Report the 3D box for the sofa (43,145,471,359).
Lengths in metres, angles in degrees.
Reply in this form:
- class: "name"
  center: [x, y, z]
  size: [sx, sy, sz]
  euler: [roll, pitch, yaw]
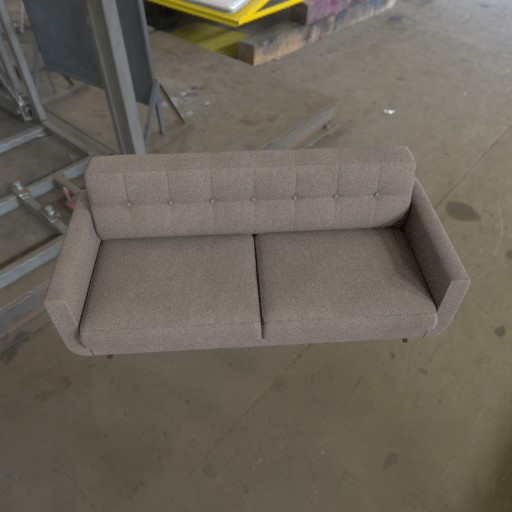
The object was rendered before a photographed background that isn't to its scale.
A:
- class: "sofa"
  center: [0.000, 0.000, 2.463]
  size: [2.029, 0.841, 0.909]
  euler: [-3, 46, -3]
